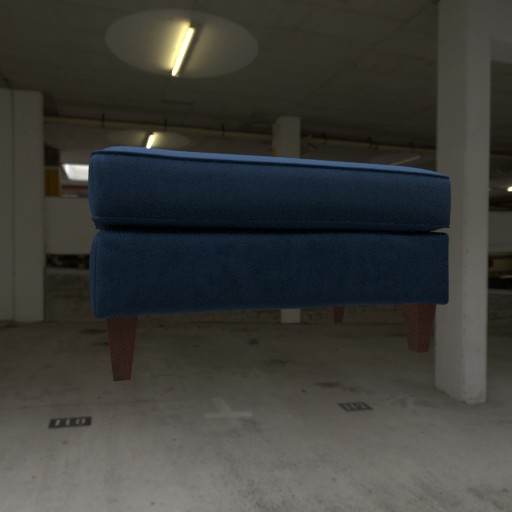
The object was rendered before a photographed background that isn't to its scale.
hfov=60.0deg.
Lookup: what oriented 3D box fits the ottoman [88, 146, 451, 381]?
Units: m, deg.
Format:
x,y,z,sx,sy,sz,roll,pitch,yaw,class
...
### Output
x,y,z,sx,sy,sz,roll,pitch,yaw,class
0.000,0.000,1.226,0.862,0.484,0.583,0,1,-19,ottoman
